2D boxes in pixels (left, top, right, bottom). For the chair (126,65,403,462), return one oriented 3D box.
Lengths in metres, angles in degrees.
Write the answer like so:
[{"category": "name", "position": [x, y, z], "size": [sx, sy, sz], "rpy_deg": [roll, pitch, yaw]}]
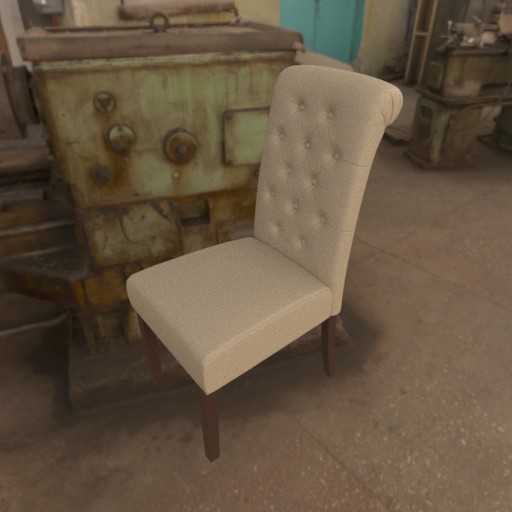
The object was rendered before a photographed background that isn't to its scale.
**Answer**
[{"category": "chair", "position": [0.000, 0.000, 1.348], "size": [0.671, 1.006, 0.456], "rpy_deg": [-22, 38, -31]}]
